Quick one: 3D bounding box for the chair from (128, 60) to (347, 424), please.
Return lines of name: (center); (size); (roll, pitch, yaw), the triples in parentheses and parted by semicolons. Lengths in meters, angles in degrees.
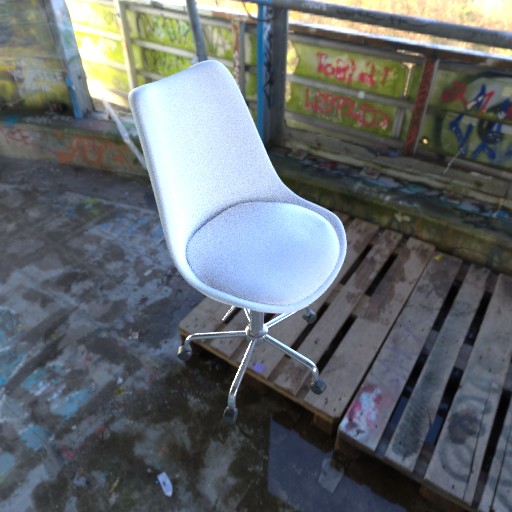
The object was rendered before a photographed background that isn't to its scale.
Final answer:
chair: (0.000, 0.000, 1.277); (0.550, 0.930, 0.550); (25, 47, 26)
